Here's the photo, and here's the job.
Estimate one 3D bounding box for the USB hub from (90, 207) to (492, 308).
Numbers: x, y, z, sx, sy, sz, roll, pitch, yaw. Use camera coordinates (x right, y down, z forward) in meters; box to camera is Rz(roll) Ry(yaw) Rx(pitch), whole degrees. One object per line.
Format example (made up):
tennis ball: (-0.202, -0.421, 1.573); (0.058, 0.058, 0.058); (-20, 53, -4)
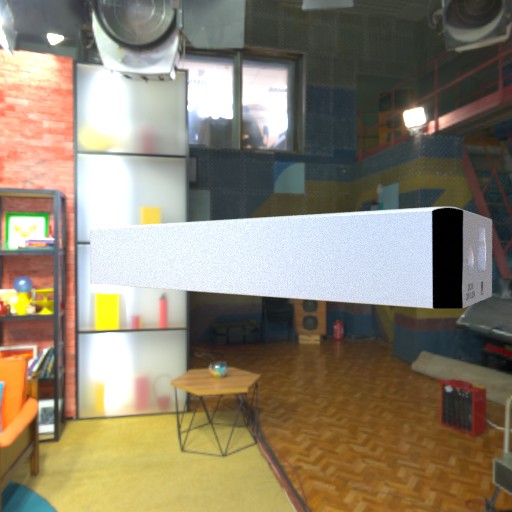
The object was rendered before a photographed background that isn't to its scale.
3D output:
USB hub: (0.000, 0.000, 0.158); (0.145, 0.023, 0.044); (0, 0, 37)
